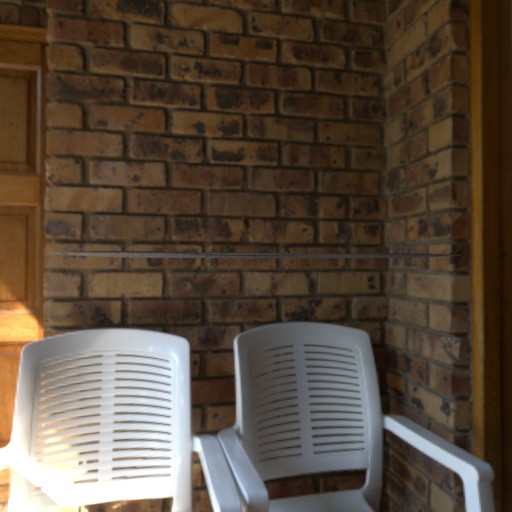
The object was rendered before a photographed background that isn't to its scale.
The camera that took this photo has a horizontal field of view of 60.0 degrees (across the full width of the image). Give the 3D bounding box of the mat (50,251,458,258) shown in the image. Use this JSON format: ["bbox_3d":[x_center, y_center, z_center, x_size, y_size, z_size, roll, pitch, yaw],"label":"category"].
[{"bbox_3d":[0.000,0.000,1.854,1.524,0.013,0.913,0,-1,-17],"label":"mat"}]
